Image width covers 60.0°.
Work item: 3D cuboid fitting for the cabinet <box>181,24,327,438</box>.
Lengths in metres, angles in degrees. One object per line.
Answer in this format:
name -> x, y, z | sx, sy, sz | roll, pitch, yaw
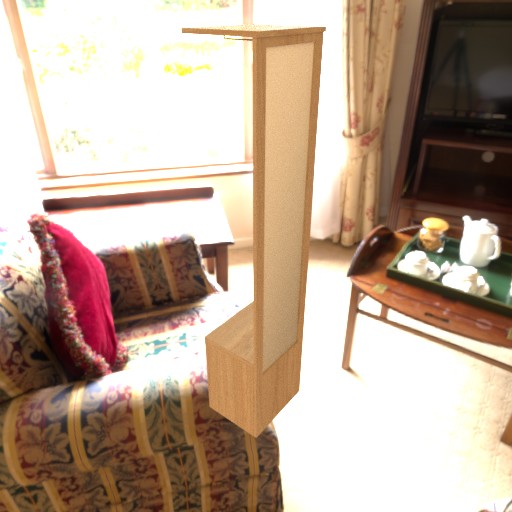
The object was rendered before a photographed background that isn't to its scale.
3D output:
cabinet -> 0.000, 0.000, 2.045 | 0.338, 1.879, 0.411 | 21, 36, 32
